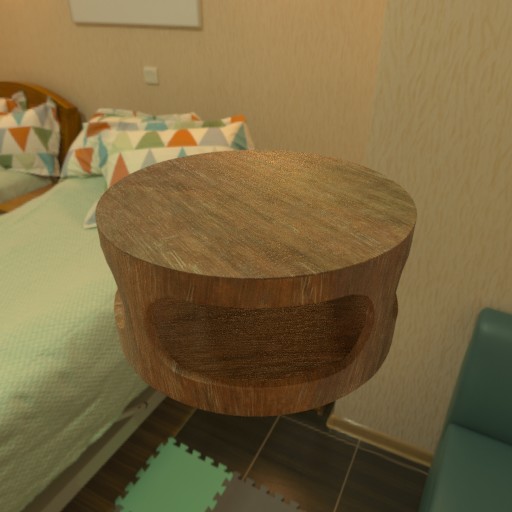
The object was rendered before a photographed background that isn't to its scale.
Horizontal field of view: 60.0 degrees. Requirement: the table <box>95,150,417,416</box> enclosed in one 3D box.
[{"bbox_3d":[0.000,0.000,1.518,0.974,0.450,0.974,0,30,0],"label":"table"}]
